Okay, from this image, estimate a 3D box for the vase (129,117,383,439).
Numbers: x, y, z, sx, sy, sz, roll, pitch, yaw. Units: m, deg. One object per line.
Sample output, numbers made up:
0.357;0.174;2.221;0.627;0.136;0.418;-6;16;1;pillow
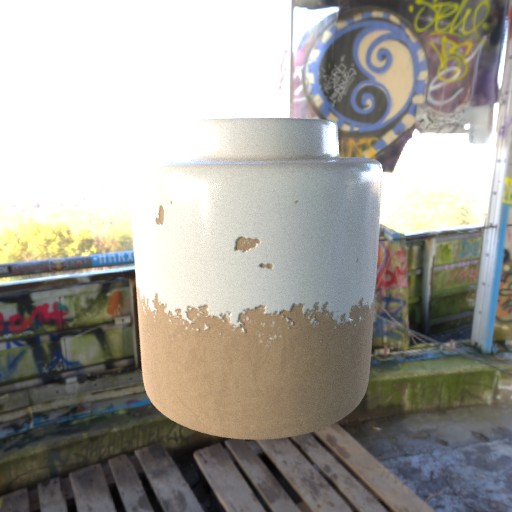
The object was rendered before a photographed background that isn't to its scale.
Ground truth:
0.000;0.000;0.289;0.153;0.167;0.153;0;14;0;vase
